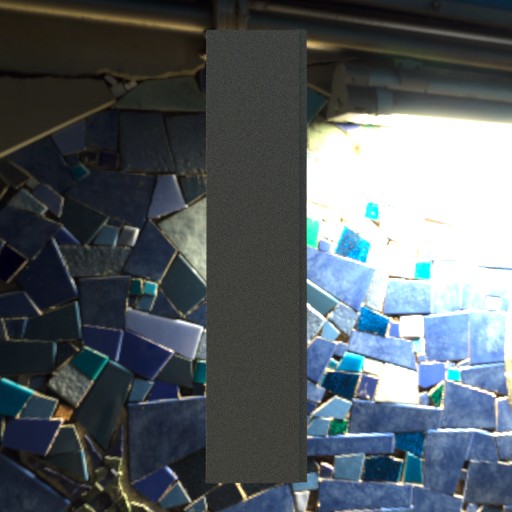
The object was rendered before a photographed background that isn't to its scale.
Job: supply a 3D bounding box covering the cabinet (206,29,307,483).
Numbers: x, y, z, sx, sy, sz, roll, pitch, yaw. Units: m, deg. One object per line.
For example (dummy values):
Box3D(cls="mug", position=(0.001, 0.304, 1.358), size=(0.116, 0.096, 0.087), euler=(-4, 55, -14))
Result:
Box3D(cls="cabinet", position=(0.000, 0.000, 2.730), size=(0.480, 2.160, 1.250), euler=(0, 0, 0))
